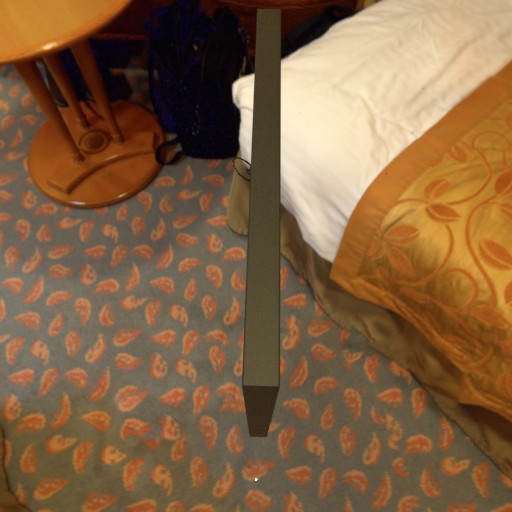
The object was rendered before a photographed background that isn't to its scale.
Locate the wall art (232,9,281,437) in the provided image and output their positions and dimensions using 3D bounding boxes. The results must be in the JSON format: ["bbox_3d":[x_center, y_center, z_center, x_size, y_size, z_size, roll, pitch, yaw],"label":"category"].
[{"bbox_3d":[0.000,0.000,0.497,0.038,0.349,0.349,1,63,1],"label":"wall art"}]
